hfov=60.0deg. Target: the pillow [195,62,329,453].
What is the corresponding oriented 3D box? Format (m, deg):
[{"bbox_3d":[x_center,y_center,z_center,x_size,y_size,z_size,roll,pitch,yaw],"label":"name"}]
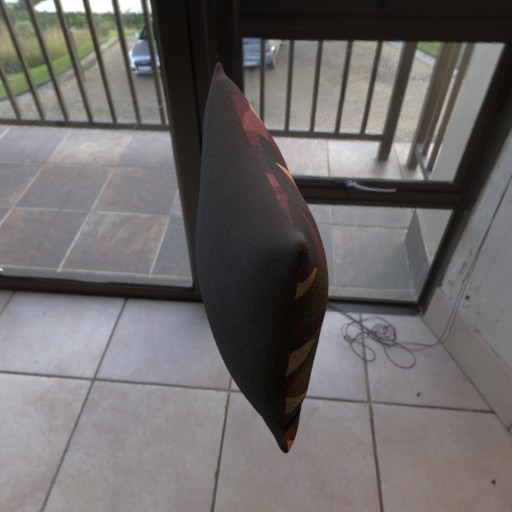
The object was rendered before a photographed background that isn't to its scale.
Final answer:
[{"bbox_3d":[0.000,0.000,0.776,0.208,0.496,0.503,-10,46,-9],"label":"pillow"}]
